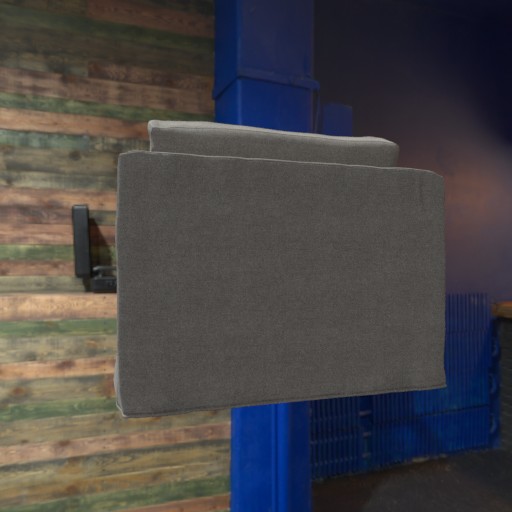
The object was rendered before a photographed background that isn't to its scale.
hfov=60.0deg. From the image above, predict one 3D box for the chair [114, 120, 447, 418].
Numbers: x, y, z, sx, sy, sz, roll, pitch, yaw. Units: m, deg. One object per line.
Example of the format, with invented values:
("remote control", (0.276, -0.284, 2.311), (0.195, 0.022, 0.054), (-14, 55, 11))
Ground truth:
("chair", (0.000, 0.000, 1.736), (1.057, 0.863, 0.949), (0, 0, -16))
